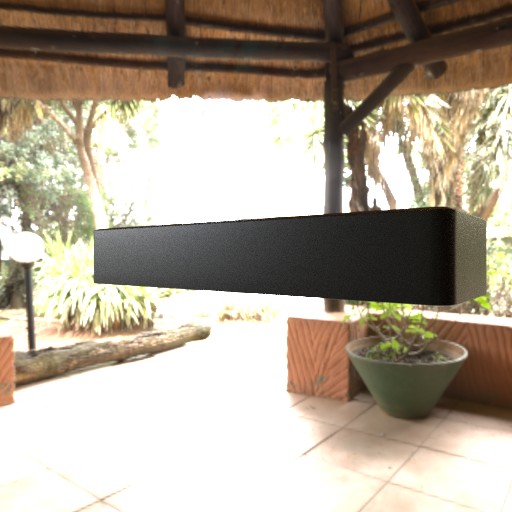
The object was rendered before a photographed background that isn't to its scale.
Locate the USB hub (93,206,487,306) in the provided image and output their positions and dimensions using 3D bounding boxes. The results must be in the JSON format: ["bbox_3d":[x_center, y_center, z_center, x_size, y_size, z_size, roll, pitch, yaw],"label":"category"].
[{"bbox_3d":[0.000,0.000,0.161,0.145,0.023,0.044,0,0,38],"label":"USB hub"}]
